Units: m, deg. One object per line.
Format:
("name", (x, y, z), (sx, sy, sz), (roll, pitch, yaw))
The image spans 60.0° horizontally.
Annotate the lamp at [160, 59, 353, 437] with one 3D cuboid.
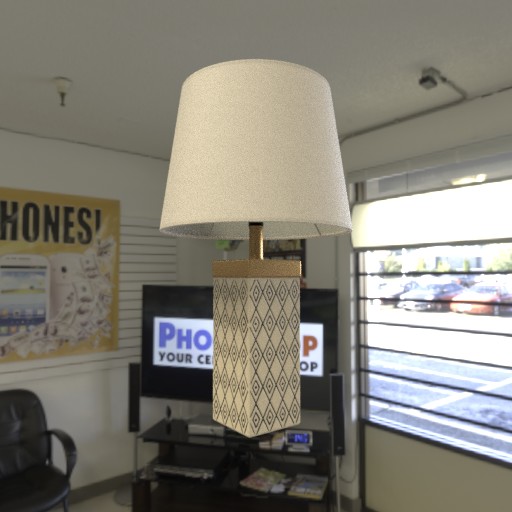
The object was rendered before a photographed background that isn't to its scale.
("lamp", (0.000, 0.000, 0.589), (0.251, 0.435, 0.251), (0, -2, 0))
